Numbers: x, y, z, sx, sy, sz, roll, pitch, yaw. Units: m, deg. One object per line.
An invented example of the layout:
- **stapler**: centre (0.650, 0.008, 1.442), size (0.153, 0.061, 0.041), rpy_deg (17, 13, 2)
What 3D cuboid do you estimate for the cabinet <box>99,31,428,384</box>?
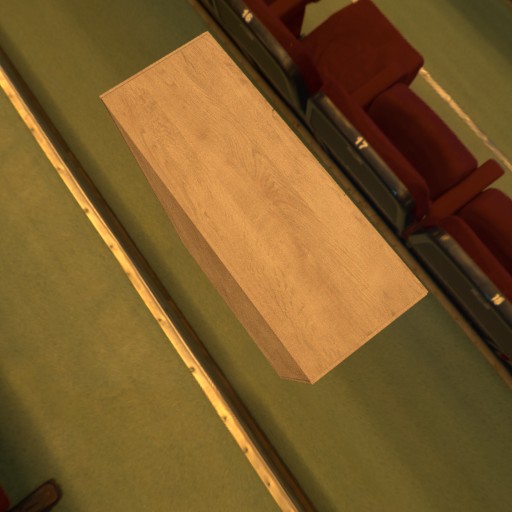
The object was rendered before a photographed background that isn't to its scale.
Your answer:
- **cabinet**: centre (0.000, 0.000, 2.491), size (0.510, 1.910, 1.290), rpy_deg (-35, 78, -9)
